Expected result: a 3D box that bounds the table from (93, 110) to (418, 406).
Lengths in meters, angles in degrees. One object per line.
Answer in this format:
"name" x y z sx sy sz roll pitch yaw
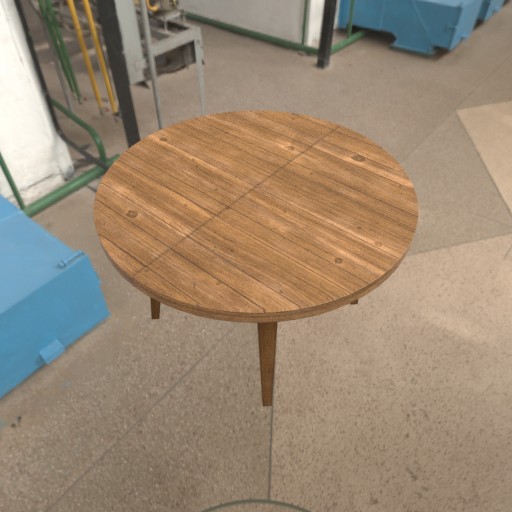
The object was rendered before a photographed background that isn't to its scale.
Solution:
"table" 0.000 0.000 1.979 1.213 0.764 1.213 0 45 0
